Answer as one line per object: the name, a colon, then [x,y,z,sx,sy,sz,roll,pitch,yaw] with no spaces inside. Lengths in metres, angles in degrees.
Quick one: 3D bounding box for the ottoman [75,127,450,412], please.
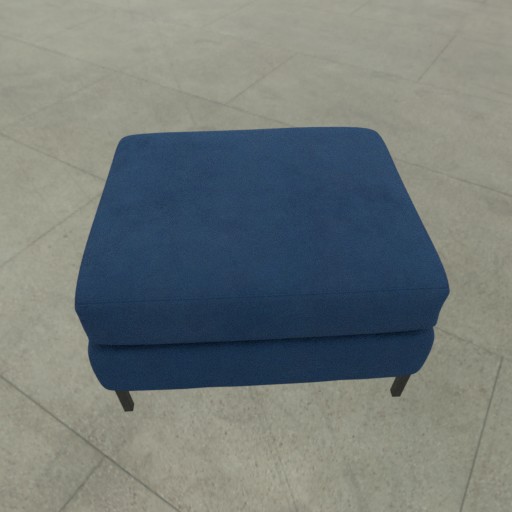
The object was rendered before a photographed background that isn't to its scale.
ottoman: [0.000,0.000,1.207,0.794,0.485,0.655,-2,46,-2]
